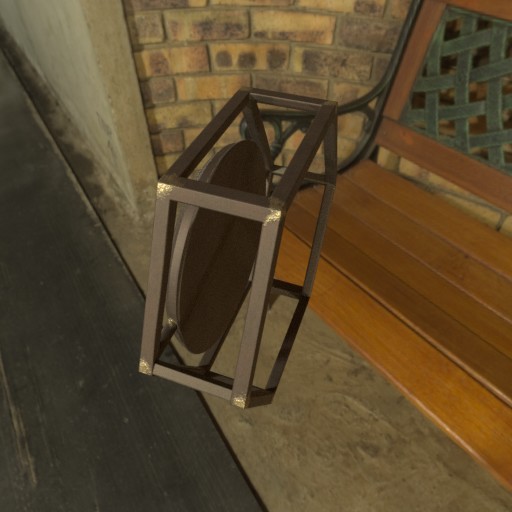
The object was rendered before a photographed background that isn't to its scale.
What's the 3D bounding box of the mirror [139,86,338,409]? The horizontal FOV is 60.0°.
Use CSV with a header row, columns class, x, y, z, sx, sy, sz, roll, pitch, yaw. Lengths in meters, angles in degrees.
class,x,y,z,sx,sy,sz,roll,pitch,yaw
mirror,0.000,0.000,0.551,0.119,0.334,0.380,15,47,14
